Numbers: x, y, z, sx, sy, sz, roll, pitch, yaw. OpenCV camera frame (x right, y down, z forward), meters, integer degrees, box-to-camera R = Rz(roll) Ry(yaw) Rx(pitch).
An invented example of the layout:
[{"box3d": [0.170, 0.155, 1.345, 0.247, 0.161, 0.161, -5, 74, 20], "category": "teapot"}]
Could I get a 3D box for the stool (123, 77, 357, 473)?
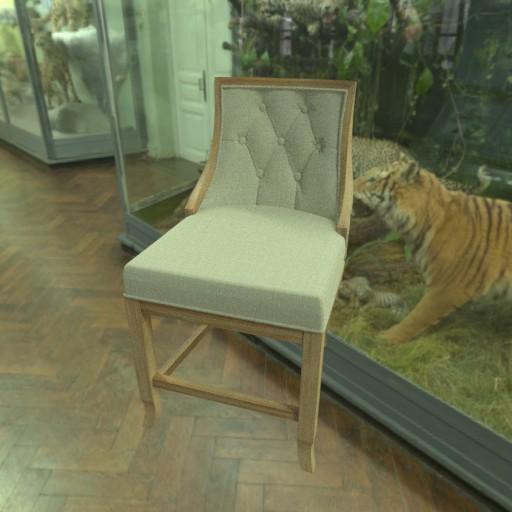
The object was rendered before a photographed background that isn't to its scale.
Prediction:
[{"box3d": [0.000, 0.000, 1.318, 0.524, 0.938, 0.626, 8, 28, 16], "category": "stool"}]
